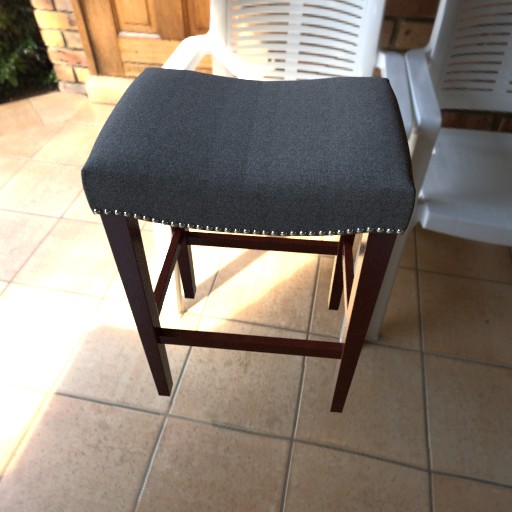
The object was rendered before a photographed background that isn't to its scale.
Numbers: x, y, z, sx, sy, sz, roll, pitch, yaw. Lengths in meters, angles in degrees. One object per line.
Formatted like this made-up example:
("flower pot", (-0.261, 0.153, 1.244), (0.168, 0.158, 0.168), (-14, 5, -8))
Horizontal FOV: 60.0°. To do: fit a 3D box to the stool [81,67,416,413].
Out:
("stool", (0.000, 0.000, 1.010), (0.504, 0.742, 0.372), (4, 46, 4))
